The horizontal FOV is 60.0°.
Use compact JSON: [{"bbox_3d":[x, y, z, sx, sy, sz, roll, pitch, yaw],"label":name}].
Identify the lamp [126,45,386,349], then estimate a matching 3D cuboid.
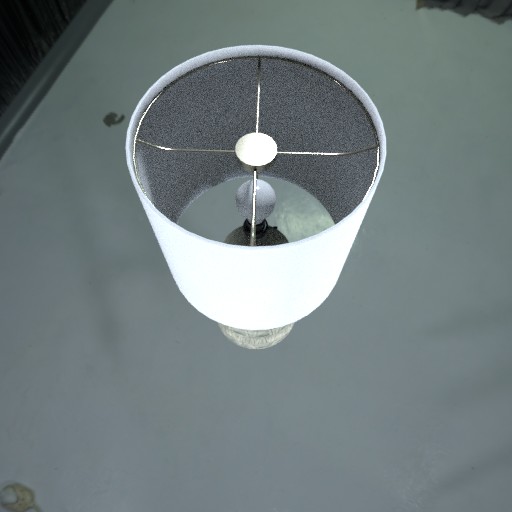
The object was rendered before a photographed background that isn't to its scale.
[{"bbox_3d":[0.000,0.000,0.566,0.211,0.455,0.211,14,65,7],"label":"lamp"}]
